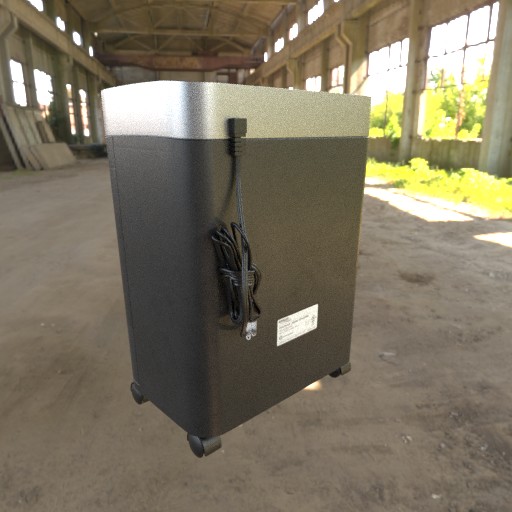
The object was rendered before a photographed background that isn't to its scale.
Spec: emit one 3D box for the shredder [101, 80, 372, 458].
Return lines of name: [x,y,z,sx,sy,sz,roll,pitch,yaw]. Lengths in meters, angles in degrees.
shredder: [0.000,0.000,0.594,0.311,0.419,0.237,-14,21,-41]
